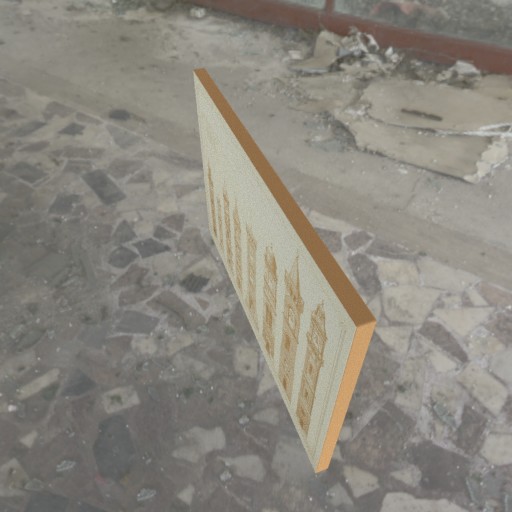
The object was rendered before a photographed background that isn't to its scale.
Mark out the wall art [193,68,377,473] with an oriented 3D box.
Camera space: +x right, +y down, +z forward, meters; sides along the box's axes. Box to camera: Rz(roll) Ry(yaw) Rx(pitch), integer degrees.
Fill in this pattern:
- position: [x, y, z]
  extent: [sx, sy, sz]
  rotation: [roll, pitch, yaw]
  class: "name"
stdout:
- position: [0.000, 0.000, 1.152]
  extent: [0.033, 0.608, 0.915]
  rotation: [-15, 48, -14]
  class: "wall art"
